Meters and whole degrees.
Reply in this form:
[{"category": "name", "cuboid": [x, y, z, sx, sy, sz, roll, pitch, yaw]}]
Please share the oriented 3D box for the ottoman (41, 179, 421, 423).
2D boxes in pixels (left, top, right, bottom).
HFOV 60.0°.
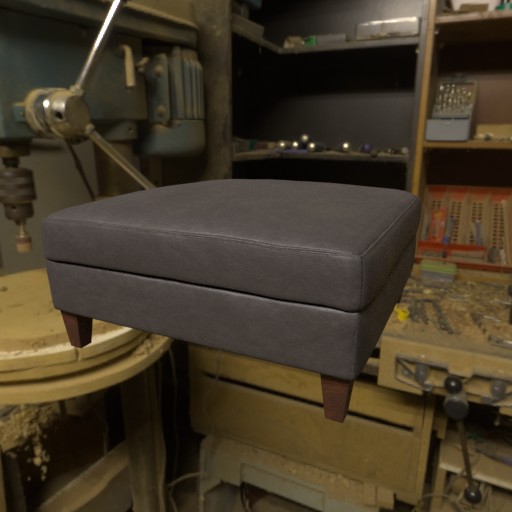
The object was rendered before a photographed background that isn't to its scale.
[{"category": "ottoman", "cuboid": [0.000, 0.000, 1.318, 0.844, 0.415, 0.836, 8, 18, 25]}]
